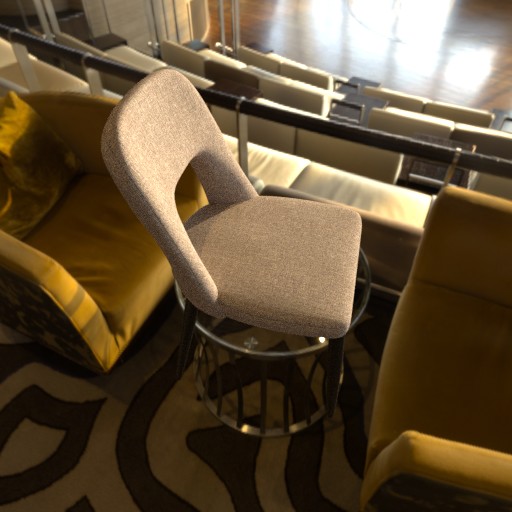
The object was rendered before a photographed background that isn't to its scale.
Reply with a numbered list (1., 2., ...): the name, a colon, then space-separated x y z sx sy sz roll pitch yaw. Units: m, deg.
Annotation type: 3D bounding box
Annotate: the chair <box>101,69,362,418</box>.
1. chair: 0.000 0.000 1.279 0.612 0.931 0.470 10 47 9
